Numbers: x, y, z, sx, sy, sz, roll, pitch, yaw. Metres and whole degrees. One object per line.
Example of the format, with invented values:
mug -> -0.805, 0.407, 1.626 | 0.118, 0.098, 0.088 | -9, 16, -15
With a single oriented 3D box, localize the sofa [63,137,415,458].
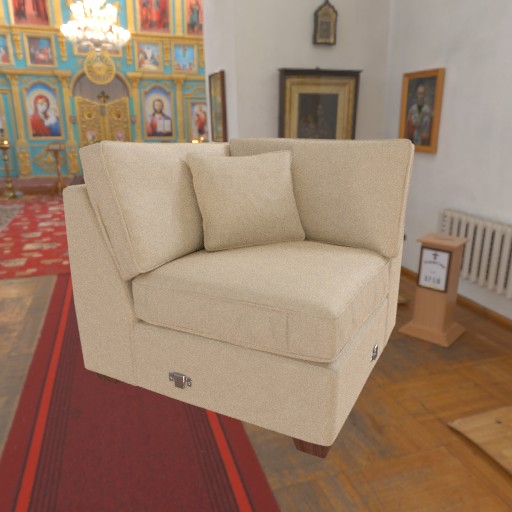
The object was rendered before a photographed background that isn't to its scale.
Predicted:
sofa -> 0.000, 0.000, 1.948 | 1.146, 1.002, 1.084 | 8, 17, 26
